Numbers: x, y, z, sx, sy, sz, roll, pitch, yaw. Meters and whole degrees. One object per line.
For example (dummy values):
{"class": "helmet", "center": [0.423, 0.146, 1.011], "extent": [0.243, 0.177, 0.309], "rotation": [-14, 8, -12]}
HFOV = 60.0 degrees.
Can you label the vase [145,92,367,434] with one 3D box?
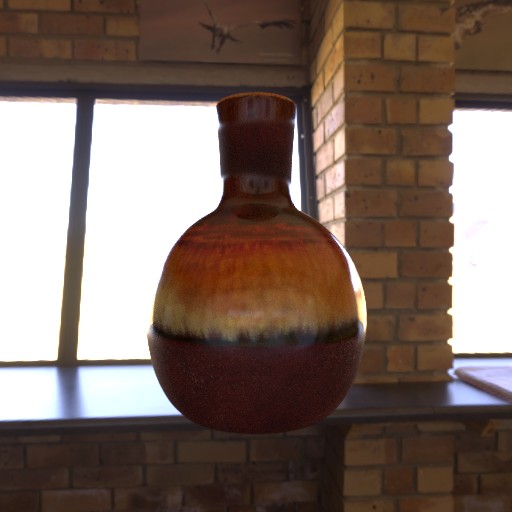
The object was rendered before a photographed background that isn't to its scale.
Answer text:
{"class": "vase", "center": [0.000, 0.000, 0.228], "extent": [0.111, 0.154, 0.111], "rotation": [0, 0, 0]}
